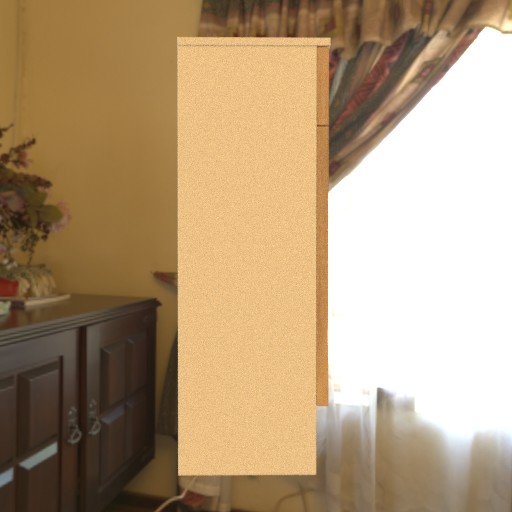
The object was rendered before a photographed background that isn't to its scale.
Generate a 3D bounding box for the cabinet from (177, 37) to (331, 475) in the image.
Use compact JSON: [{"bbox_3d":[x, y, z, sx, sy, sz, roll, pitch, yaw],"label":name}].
[{"bbox_3d":[0.000,0.000,1.124,0.296,0.815,0.600,0,1,-1],"label":"cabinet"}]
